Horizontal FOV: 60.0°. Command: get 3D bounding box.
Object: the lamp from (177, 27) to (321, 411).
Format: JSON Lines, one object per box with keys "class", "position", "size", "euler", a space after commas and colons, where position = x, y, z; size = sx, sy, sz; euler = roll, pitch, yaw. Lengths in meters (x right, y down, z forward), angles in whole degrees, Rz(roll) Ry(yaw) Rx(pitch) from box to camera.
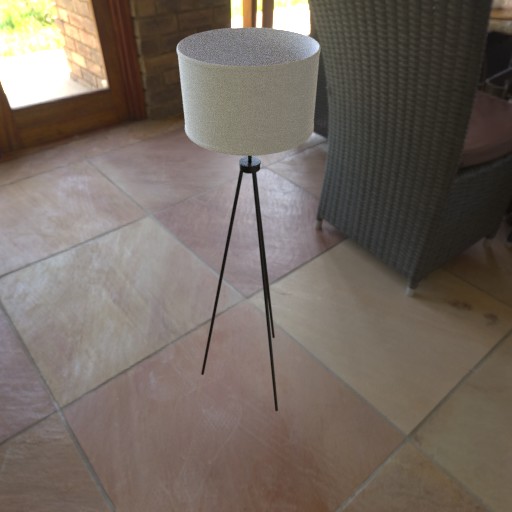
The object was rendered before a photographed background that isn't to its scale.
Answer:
{"class": "lamp", "position": [0.000, 0.000, 1.746], "size": [0.448, 1.545, 0.458], "euler": [-26, 46, -27]}
